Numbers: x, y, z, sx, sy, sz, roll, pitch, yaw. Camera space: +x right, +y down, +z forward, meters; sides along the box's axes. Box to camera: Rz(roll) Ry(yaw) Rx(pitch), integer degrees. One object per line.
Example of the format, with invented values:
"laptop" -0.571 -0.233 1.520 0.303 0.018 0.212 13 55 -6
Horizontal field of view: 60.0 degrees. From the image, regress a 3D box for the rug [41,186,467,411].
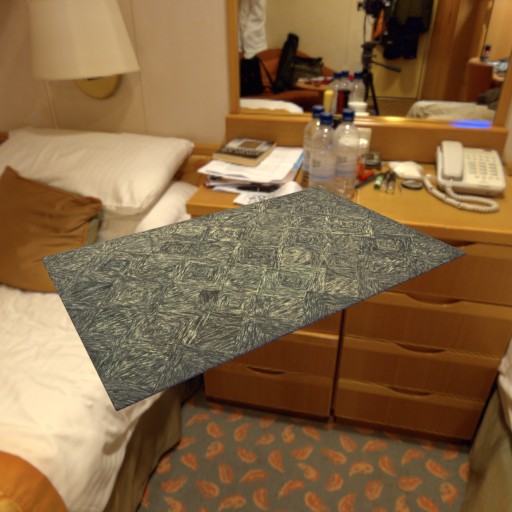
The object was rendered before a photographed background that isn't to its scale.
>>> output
"rug" 0.000 0.000 2.869 2.330 0.017 1.478 -18 34 -29
